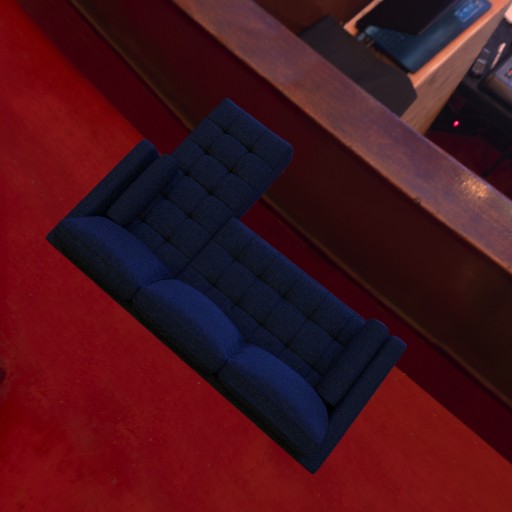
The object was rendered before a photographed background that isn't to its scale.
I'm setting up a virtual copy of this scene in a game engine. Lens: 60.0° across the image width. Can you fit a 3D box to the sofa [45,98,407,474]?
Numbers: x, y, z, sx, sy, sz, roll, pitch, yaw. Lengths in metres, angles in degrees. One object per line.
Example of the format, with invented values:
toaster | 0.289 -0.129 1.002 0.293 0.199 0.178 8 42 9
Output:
sofa | 0.000 0.000 2.941 2.185 0.841 1.613 39 78 9
